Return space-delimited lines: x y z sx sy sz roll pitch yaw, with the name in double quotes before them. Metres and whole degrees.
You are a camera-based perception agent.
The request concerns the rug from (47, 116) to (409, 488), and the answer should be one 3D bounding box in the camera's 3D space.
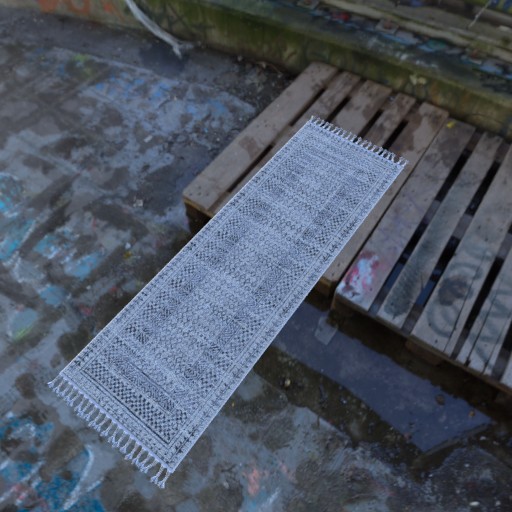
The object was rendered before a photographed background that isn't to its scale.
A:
"rug" 0.000 0.000 2.605 0.786 0.013 2.480 32 63 18
